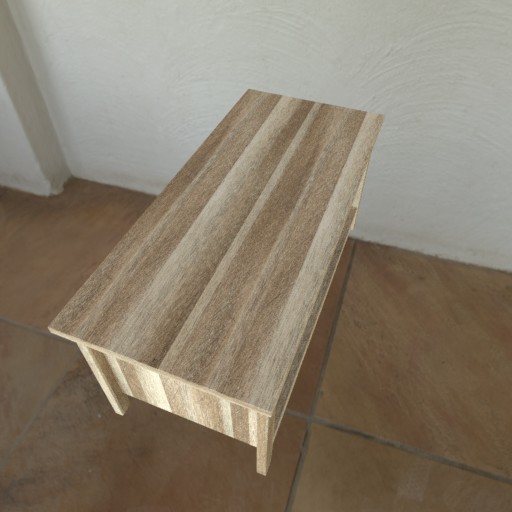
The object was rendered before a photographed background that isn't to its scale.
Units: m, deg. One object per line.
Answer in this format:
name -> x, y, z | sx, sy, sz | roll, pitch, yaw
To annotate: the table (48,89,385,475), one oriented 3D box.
table -> 0.000, 0.000, 1.374 | 0.493, 0.480, 1.095 | 16, 50, 14
